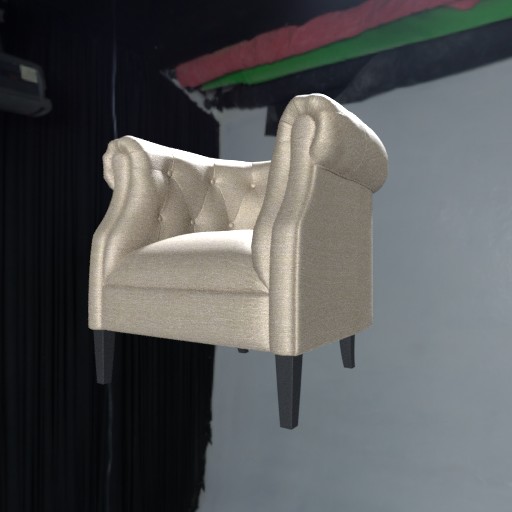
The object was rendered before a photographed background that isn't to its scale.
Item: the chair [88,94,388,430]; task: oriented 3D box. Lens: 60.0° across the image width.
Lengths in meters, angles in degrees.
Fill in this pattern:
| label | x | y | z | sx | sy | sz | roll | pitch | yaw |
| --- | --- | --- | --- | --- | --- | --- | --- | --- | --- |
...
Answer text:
| label | x | y | z | sx | sy | sz | roll | pitch | yaw |
| --- | --- | --- | --- | --- | --- | --- | --- | --- | --- |
| chair | 0.000 | 0.000 | 1.566 | 0.905 | 0.827 | 0.852 | 0 | -1 | 34 |
